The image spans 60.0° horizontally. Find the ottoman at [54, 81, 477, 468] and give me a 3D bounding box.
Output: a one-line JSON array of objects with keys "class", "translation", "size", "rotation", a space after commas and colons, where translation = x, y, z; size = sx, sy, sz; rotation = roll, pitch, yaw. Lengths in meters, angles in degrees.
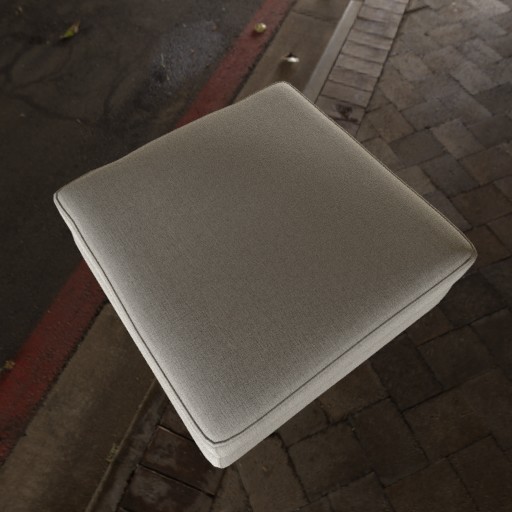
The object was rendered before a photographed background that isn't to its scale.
[{"class": "ottoman", "translation": [0.000, 0.000, 1.320], "size": [0.838, 0.478, 0.838], "rotation": [-32, 64, -17]}]
